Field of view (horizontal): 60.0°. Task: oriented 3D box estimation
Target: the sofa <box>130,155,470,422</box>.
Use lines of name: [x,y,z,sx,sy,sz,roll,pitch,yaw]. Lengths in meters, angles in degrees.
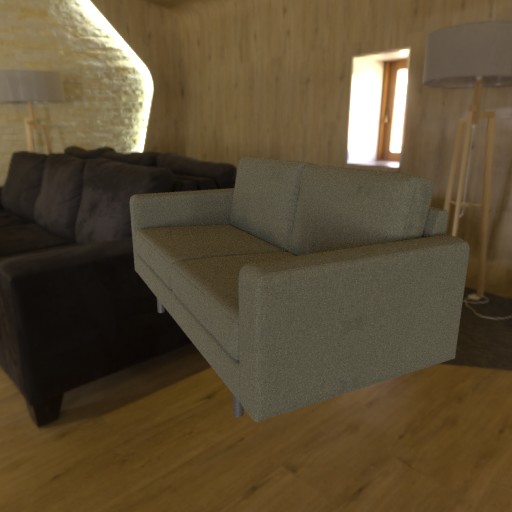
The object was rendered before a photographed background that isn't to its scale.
sofa: [0.000,0.000,2.208,0.889,0.897,1.730,-8,18,-26]
